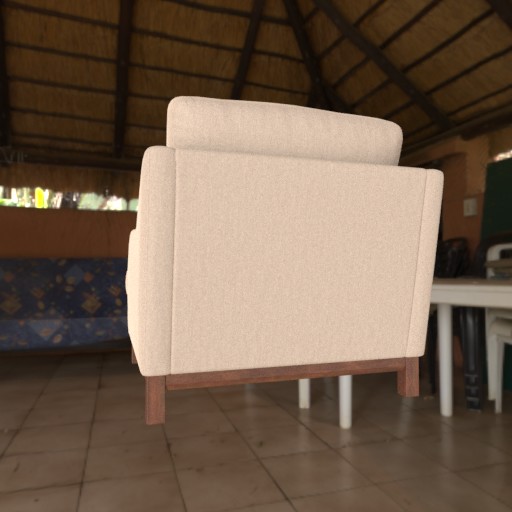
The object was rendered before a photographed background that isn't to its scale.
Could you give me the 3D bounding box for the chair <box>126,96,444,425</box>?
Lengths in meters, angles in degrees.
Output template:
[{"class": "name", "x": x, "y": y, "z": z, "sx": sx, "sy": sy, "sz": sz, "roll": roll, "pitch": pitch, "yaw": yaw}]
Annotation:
[{"class": "chair", "x": 0.000, "y": 0.000, "z": 1.666, "sx": 0.912, "sy": 0.916, "sz": 1.001, "roll": 1, "pitch": -2, "yaw": -18}]
